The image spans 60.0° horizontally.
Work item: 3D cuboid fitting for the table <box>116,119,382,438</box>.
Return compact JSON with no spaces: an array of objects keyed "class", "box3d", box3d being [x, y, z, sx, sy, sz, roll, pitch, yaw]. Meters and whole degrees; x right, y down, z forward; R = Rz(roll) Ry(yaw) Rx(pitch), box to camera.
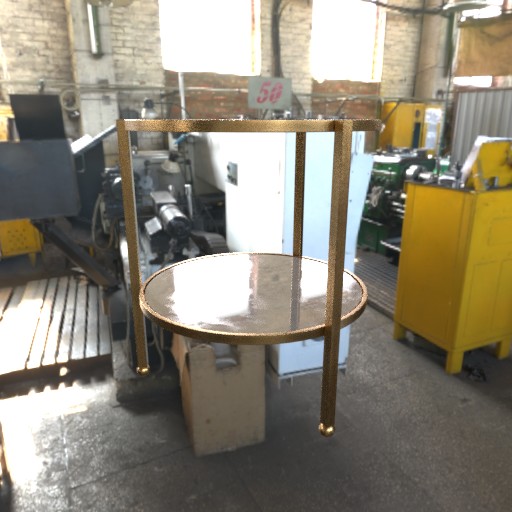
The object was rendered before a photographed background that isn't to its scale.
[{"class":"table","box3d":[0.000,0.000,0.458,0.231,0.269,0.243,9,19,26]}]
